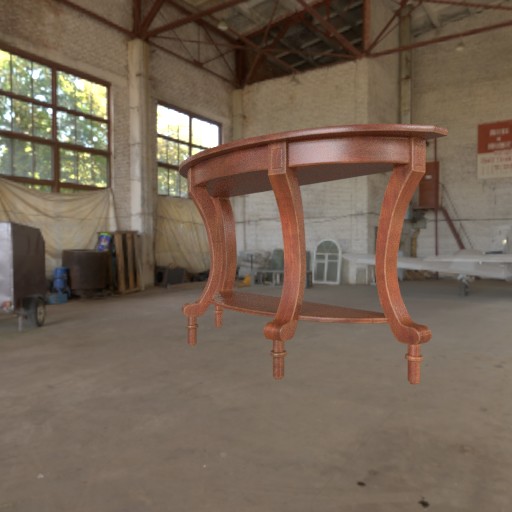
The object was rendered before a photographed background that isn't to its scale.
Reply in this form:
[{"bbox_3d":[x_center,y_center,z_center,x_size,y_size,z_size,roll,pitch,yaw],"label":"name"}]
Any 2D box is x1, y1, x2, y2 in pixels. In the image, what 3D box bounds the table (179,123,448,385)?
[{"bbox_3d":[0.000,0.000,1.559,0.394,0.699,1.198,-1,2,-36],"label":"table"}]
